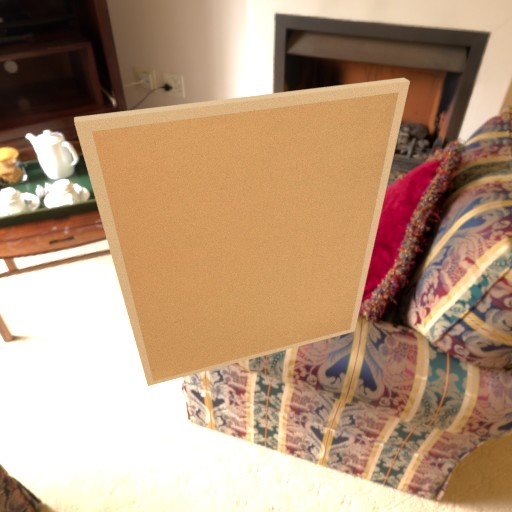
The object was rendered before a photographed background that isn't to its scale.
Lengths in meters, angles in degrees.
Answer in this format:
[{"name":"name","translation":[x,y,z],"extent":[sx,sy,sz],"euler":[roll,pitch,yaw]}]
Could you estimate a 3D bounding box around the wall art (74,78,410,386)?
[{"name":"wall art","translation":[0.000,0.000,0.635],"extent":[0.382,0.456,0.013],"euler":[-12,42,-14]}]
